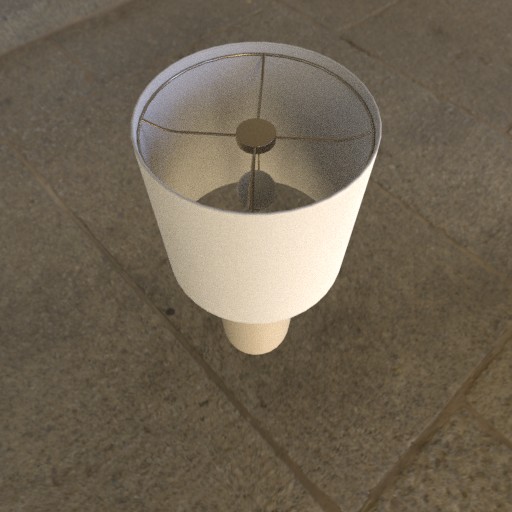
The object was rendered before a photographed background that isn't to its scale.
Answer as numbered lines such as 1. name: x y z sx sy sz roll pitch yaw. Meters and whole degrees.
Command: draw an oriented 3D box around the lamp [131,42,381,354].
1. lamp: 0.000 0.000 0.595 0.220 0.475 0.220 16 60 10
